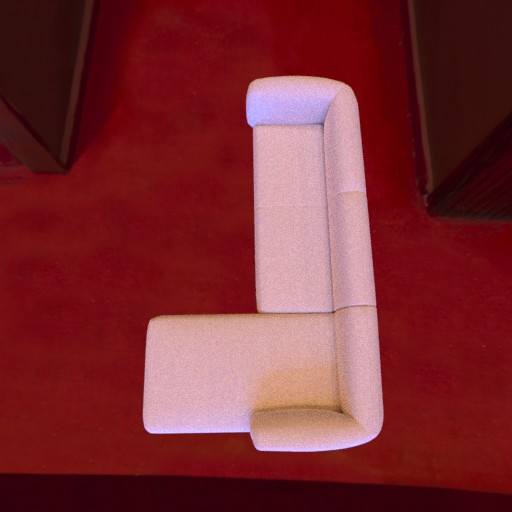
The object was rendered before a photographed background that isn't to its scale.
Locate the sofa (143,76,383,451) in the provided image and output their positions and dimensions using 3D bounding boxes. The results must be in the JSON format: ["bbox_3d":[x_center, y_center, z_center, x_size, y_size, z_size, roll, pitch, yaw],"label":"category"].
[{"bbox_3d":[0.000,0.000,3.358,1.610,0.730,2.660,-1,76,0],"label":"sofa"}]
